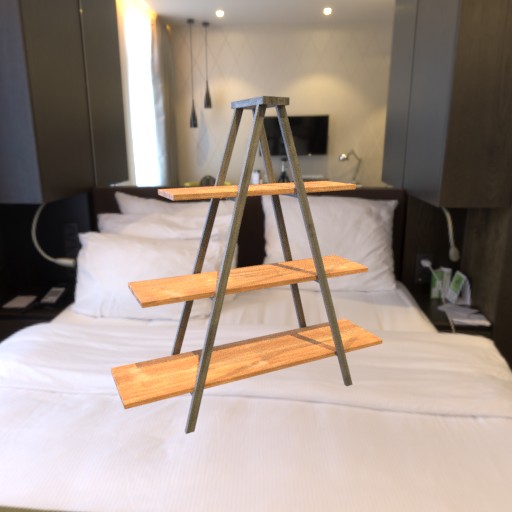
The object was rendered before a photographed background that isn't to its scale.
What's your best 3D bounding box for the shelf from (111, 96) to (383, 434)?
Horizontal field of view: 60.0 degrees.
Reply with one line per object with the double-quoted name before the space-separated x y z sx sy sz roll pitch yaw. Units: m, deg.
"shelf" 0.000 0.000 2.706 1.746 1.808 0.508 -7 16 -26
